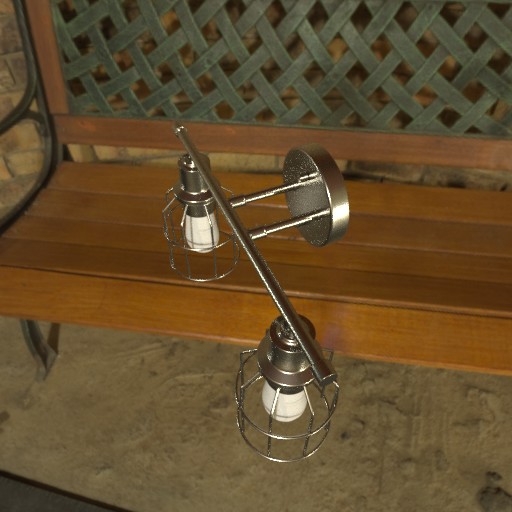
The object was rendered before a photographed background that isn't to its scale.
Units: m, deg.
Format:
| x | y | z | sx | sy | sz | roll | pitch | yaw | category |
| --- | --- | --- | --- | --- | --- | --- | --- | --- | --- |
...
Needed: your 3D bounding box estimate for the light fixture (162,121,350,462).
| x | y | z | sx | sy | sz | roll | pitch | yaw | category |
| --- | --- | --- | --- | --- | --- | --- | --- | --- | --- |
| 0.000 | 0.000 | 0.535 | 0.165 | 0.254 | 0.406 | -18 | 50 | -16 | light fixture |
